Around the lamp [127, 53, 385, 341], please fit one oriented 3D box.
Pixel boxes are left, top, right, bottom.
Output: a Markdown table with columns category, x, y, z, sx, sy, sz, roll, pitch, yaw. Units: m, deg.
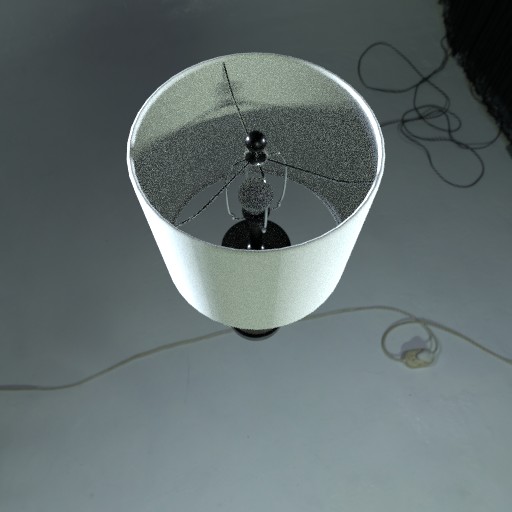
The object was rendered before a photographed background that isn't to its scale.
| category | x | y | z | sx | sy | sz | roll | pitch | yaw |
| --- | --- | --- | --- | --- | --- | --- | --- | --- | --- |
| lamp | 0.000 | 0.000 | 0.799 | 0.305 | 0.634 | 0.305 | -17 | 65 | -8 |
